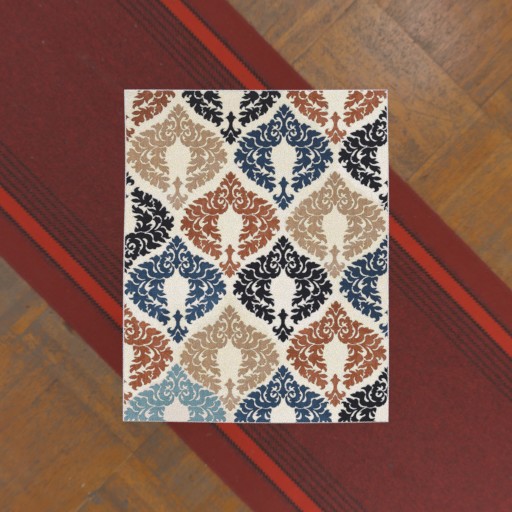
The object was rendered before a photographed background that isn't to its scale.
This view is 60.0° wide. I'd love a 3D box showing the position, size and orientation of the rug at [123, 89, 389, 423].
[{"bbox_3d":[0.000,0.000,4.042,2.423,0.014,3.040,0,90,0],"label":"rug"}]
